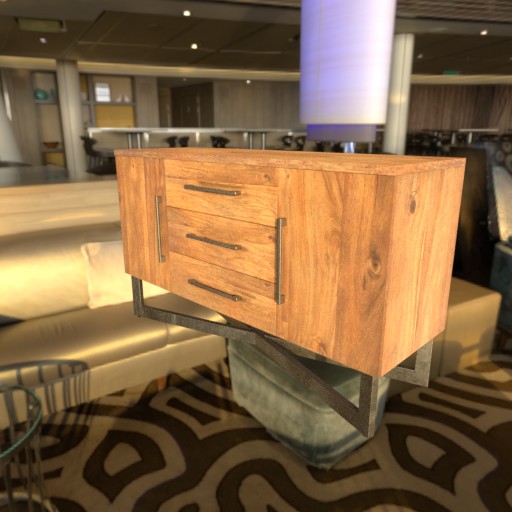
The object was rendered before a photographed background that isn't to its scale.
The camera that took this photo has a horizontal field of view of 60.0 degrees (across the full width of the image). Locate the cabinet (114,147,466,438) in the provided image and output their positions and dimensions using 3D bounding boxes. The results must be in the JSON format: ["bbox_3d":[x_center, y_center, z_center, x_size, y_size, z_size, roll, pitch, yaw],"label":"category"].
[{"bbox_3d":[0.000,0.000,1.795,1.373,0.812,0.480,15,22,42],"label":"cabinet"}]
